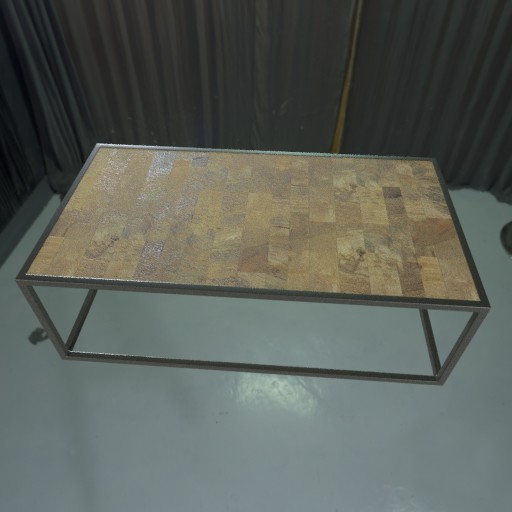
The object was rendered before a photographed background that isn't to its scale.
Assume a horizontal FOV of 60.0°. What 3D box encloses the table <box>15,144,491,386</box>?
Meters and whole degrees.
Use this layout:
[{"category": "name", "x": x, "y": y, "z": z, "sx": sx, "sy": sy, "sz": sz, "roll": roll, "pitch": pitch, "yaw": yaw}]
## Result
[{"category": "table", "x": 0.000, "y": 0.000, "z": 1.477, "sx": 1.199, "sy": 0.398, "sz": 0.649, "roll": 3, "pitch": 46, "yaw": 3}]
